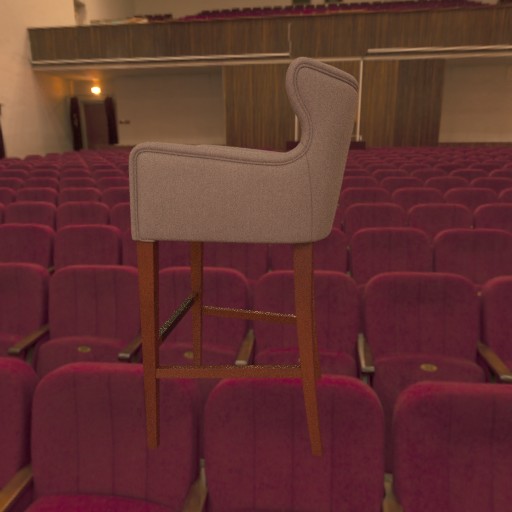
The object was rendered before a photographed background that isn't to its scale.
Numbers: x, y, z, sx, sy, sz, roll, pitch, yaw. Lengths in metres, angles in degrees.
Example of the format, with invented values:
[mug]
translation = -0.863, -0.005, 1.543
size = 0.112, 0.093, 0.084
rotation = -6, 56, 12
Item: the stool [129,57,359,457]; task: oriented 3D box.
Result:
[stool]
translation = 0.000, 0.000, 1.383
size = 0.575, 1.047, 0.575
rotation = 2, 14, 7
